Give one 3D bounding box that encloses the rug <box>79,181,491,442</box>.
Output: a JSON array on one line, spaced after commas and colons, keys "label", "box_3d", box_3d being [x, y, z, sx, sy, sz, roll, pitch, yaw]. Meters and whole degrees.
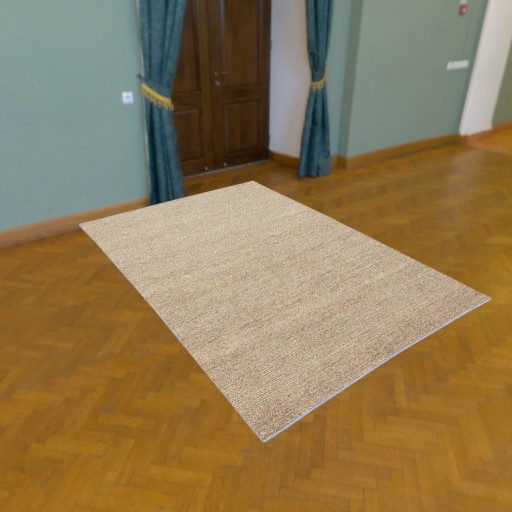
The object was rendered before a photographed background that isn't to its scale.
[{"label": "rug", "box_3d": [0.000, 0.000, 2.910, 1.609, 0.030, 2.342, -20, 35, -30]}]
